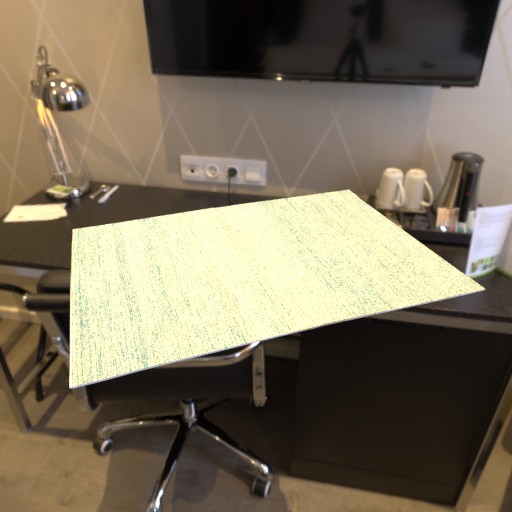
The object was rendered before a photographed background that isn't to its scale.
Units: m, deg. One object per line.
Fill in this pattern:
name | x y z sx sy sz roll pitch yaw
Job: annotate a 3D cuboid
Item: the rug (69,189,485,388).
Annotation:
rug | 0.000 0.000 2.922 2.305 0.029 1.593 -10 33 -16
